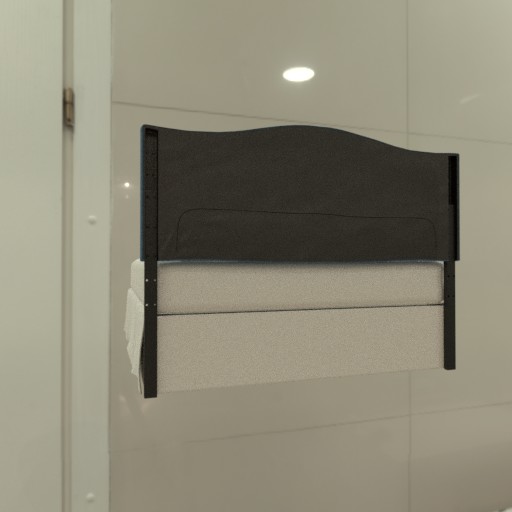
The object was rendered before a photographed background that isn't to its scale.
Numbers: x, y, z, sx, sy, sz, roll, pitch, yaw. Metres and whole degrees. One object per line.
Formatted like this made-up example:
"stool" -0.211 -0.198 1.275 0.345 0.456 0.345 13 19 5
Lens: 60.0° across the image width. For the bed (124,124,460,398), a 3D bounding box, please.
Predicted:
"bed" 0.000 0.000 2.892 1.610 1.169 1.872 0 -1 -18
